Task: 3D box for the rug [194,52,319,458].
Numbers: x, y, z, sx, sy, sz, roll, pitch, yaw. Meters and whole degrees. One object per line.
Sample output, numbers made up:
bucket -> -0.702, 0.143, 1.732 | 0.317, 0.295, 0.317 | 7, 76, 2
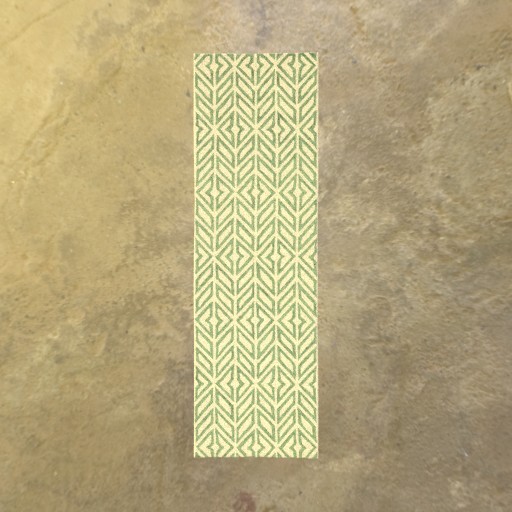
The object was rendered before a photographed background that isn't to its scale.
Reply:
rug -> 0.000, 0.000, 2.666 | 0.750, 0.009, 2.435 | 0, 90, 1
